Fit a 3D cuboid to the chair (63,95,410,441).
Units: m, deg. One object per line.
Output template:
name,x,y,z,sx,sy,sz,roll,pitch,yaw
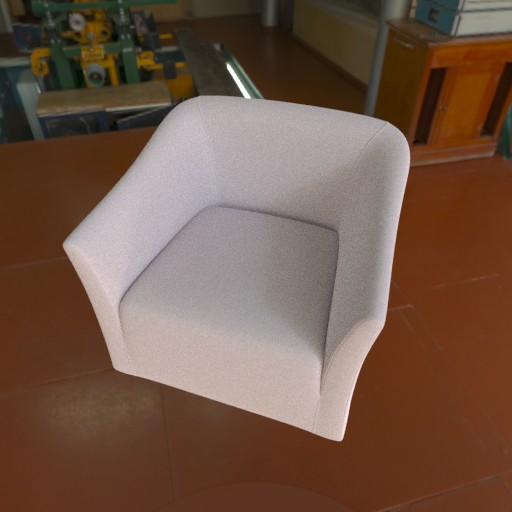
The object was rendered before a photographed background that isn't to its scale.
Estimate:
chair,0.000,0.000,1.377,0.790,0.720,0.700,13,43,14
